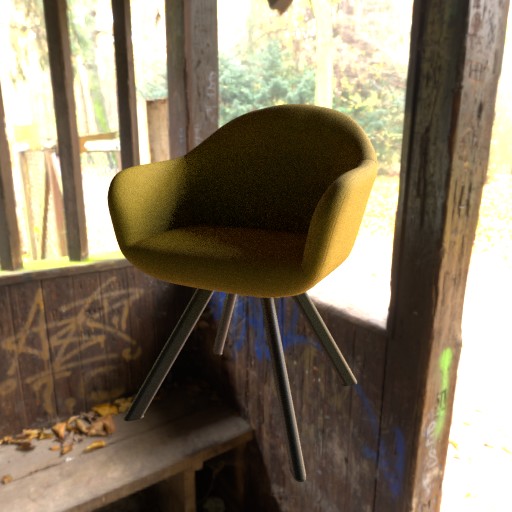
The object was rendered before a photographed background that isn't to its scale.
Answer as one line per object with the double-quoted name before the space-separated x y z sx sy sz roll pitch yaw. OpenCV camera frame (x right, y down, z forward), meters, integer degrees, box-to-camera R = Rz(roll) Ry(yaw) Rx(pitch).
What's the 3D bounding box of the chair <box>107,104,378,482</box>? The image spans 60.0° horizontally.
"chair" 0.000 0.000 1.169 0.590 0.795 0.550 7 16 26
